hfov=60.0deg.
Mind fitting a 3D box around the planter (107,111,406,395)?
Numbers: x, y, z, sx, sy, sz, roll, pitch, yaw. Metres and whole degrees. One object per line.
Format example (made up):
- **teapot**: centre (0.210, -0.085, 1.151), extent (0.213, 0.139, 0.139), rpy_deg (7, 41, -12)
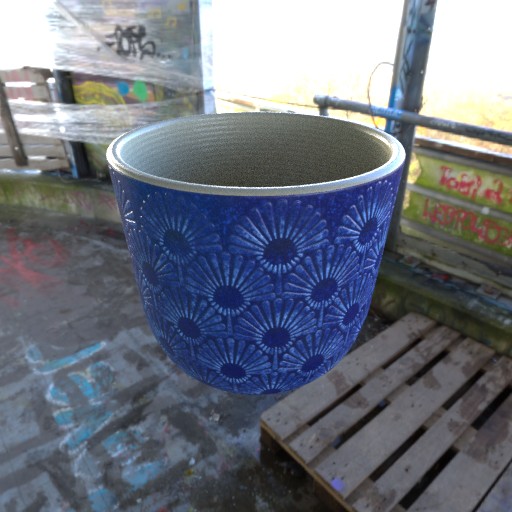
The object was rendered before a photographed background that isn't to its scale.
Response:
- **planter**: centre (0.000, 0.000, 0.363), extent (0.206, 0.190, 0.206), rpy_deg (0, 29, 0)
